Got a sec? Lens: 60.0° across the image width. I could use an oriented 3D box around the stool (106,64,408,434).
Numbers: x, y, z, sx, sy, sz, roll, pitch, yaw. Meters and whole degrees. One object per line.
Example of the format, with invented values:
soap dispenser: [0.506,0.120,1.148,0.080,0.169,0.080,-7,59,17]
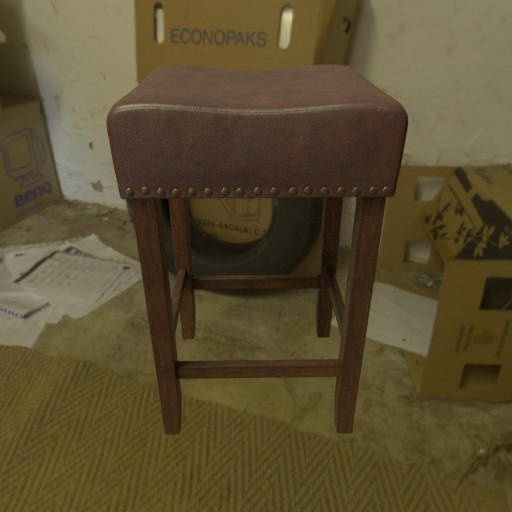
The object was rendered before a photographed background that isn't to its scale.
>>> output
stool: [0.000,0.000,1.020,0.465,0.769,0.401,-1,31,-1]
